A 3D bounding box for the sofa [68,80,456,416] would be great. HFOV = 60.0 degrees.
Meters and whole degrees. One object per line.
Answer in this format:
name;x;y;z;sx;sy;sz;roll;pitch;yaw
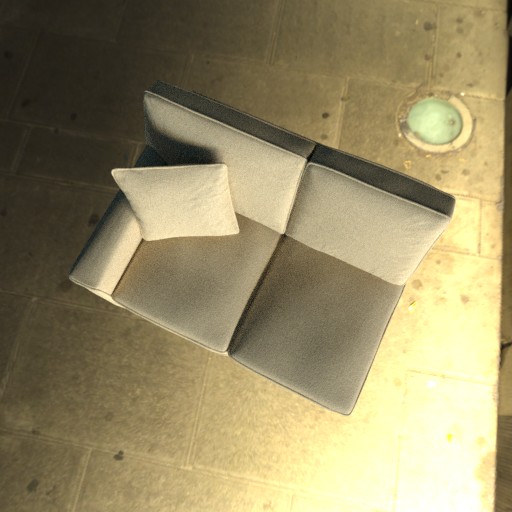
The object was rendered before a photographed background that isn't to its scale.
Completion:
sofa;0.000;0.000;2.111;1.388;0.989;0.991;24;76;7
